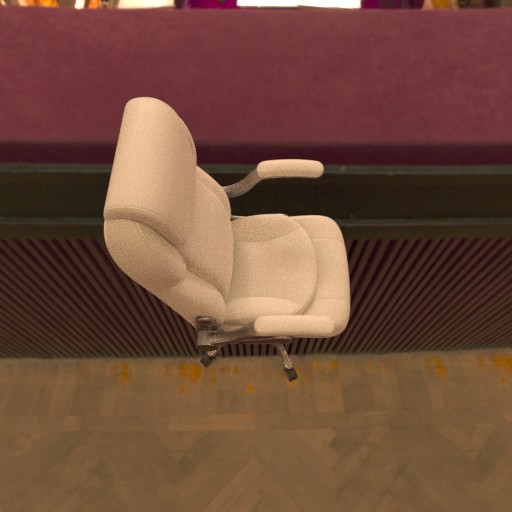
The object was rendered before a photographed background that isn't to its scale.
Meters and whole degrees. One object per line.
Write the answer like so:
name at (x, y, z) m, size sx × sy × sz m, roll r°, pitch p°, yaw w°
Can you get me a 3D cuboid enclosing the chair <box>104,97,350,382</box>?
chair at (0.000, 0.000, 1.796) m, size 0.806 × 1.330 × 0.755 m, roll 1°, pitch 63°, yaw 0°
